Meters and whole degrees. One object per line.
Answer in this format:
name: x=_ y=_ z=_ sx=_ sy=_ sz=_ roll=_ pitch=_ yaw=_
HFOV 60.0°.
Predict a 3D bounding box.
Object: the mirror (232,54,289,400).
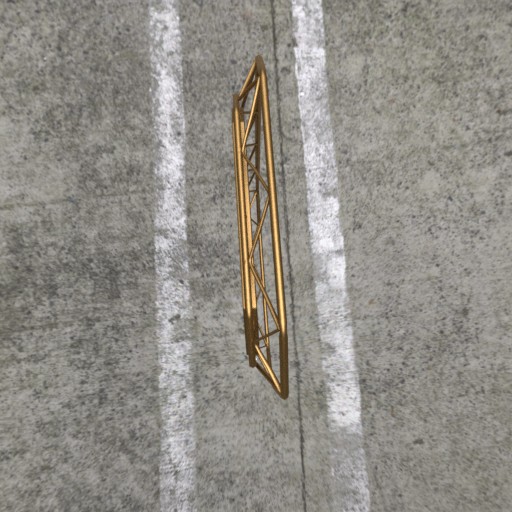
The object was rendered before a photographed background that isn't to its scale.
mirror: x=0.000 y=0.000 z=0.715 sx=0.042 sy=0.566 sz=0.417 roll=-4 pitch=77 yaw=-1
